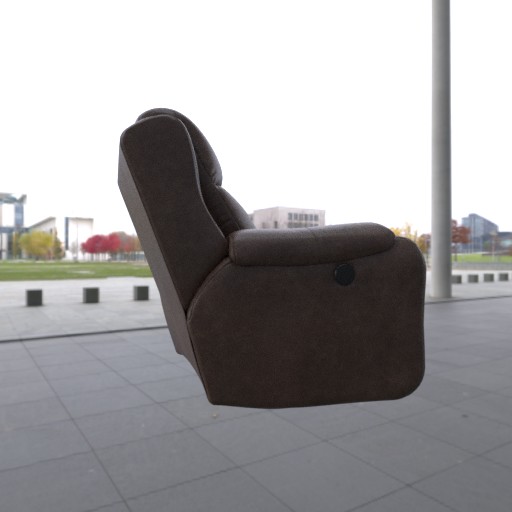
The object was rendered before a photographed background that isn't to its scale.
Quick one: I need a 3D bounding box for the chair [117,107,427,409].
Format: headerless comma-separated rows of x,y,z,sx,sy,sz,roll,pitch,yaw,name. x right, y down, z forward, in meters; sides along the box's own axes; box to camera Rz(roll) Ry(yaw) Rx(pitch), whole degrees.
0.000,0.000,1.795,1.067,0.990,0.940,0,0,-18,chair
